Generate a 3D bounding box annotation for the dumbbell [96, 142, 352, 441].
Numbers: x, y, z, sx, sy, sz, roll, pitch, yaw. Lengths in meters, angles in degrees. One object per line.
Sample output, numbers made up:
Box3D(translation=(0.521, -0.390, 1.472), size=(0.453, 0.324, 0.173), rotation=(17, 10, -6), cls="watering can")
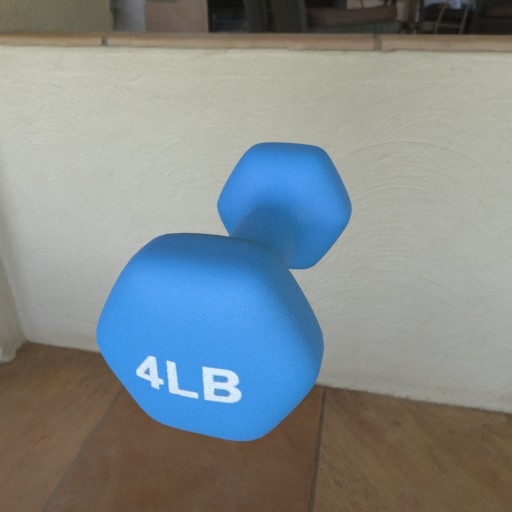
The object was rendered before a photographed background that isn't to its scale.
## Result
Box3D(translation=(0.000, 0.000, 0.191), size=(0.074, 0.066, 0.152), rotation=(8, 29, 14), cls="dumbbell")
